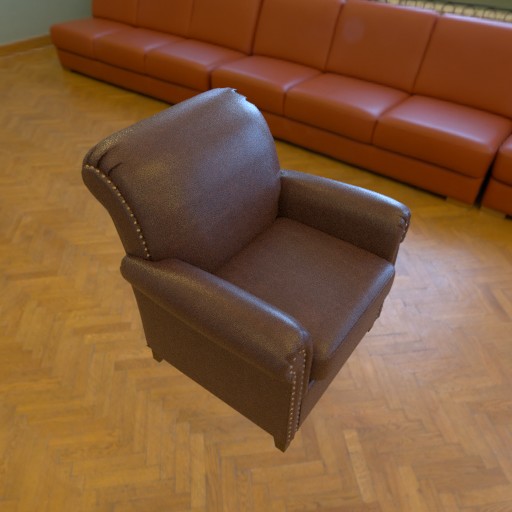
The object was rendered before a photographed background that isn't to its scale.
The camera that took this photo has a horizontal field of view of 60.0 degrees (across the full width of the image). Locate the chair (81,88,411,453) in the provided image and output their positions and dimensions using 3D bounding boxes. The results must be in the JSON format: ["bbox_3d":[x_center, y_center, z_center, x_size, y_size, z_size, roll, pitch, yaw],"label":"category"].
[{"bbox_3d":[0.000,0.000,1.608,0.890,0.927,0.854,26,47,27],"label":"chair"}]
